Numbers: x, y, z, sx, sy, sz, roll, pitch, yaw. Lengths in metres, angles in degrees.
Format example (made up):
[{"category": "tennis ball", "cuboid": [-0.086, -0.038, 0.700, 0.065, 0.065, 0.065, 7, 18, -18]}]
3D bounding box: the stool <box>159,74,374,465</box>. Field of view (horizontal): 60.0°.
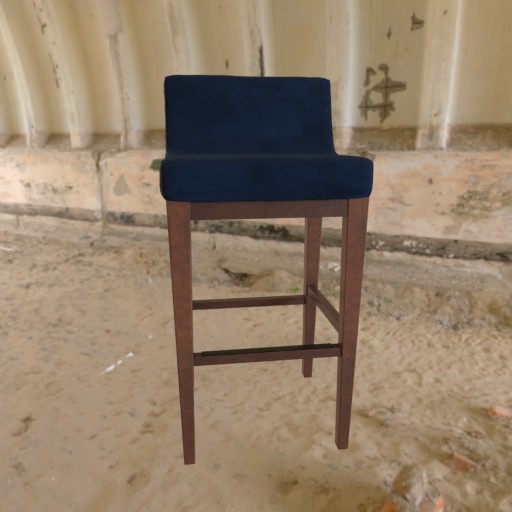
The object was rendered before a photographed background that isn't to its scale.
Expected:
[{"category": "stool", "cuboid": [0.000, 0.000, 1.305, 0.511, 1.037, 0.500, -2, 15, -8]}]
